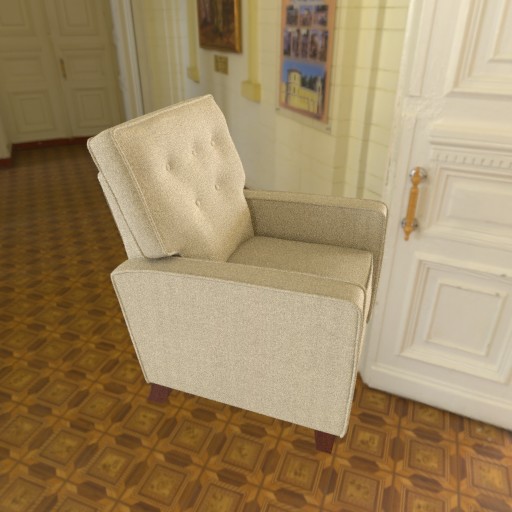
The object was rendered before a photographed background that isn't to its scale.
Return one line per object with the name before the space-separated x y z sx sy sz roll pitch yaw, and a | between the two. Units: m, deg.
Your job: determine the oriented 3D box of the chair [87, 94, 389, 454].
chair | 0.000 0.000 1.413 0.754 0.888 0.648 10 31 17
